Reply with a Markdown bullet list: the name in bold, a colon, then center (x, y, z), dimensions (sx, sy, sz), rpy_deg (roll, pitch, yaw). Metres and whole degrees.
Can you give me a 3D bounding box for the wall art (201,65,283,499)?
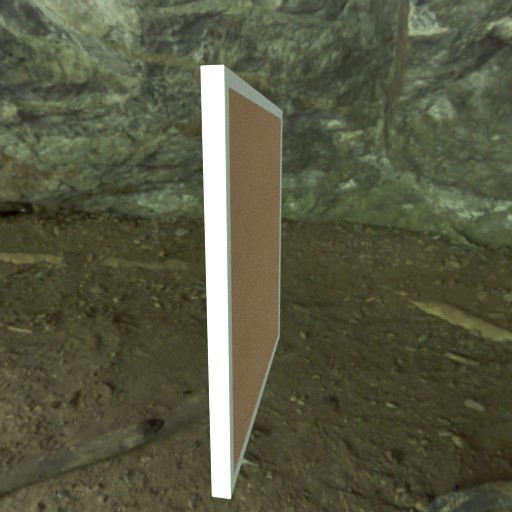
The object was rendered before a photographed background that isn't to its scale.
- **wall art**: center (0.000, 0.000, 1.113), dimensions (0.036, 0.760, 0.760), rpy_deg (2, 13, 10)
